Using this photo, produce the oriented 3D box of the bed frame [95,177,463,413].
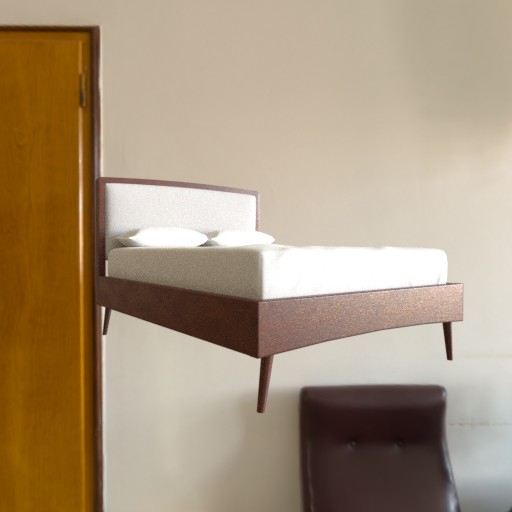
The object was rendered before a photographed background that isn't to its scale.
[{"bbox_3d":[0.000,0.000,3.142,1.587,1.279,2.171,-1,1,-36],"label":"bed frame"}]
